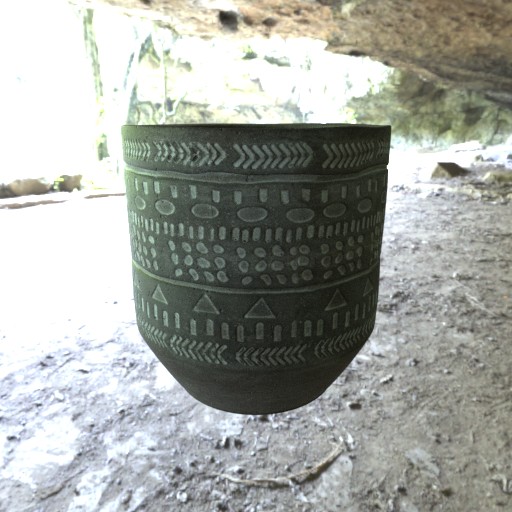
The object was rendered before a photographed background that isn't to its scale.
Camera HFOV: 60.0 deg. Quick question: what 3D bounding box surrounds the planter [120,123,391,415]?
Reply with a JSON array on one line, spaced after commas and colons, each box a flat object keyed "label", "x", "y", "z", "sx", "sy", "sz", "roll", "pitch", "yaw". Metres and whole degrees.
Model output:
[{"label": "planter", "x": 0.000, "y": 0.000, "z": 0.261, "sx": 0.142, "sy": 0.149, "sz": 0.142, "roll": 0, "pitch": 17, "yaw": 0}]
